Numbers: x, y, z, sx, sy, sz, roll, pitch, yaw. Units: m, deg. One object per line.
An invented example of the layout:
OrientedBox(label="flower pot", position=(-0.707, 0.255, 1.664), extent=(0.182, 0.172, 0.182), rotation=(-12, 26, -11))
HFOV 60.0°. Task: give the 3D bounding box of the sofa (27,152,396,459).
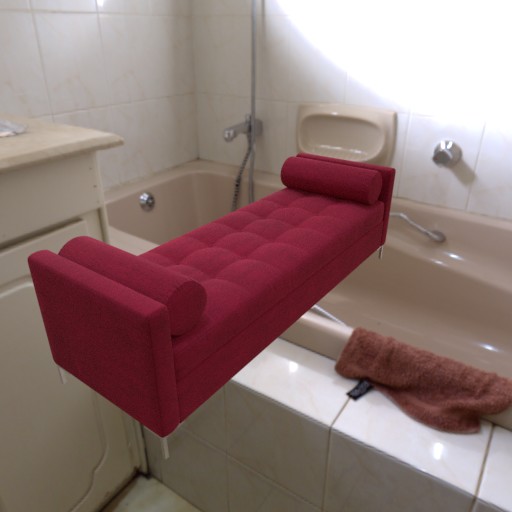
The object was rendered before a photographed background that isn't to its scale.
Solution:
OrientedBox(label="sofa", position=(0.000, 0.000, 2.316), extent=(0.686, 0.635, 1.981), rotation=(18, 32, 32))
